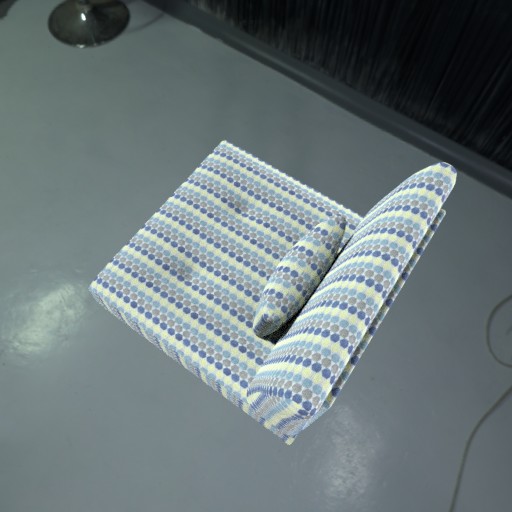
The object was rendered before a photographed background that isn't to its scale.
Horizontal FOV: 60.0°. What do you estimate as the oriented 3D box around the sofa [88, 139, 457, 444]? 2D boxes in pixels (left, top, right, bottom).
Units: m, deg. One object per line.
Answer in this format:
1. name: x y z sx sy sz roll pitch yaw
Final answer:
1. sofa: 0.000 0.000 1.698 1.000 0.830 0.930 32 68 15
